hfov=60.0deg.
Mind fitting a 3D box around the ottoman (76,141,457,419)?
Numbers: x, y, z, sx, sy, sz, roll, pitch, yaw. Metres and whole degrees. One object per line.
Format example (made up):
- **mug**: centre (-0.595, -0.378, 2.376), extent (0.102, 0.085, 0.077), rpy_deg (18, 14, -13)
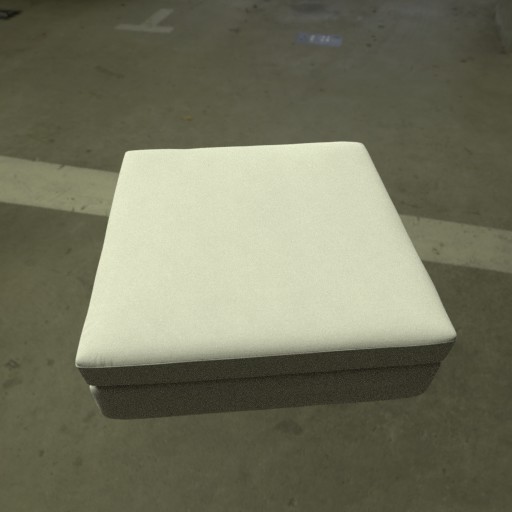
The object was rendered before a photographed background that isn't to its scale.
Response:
- **ottoman**: centre (0.000, 0.000, 1.807), extent (1.167, 0.482, 1.163), rpy_deg (-3, 45, -3)
